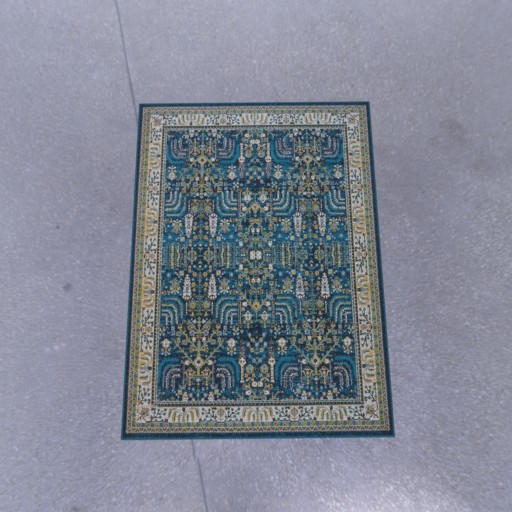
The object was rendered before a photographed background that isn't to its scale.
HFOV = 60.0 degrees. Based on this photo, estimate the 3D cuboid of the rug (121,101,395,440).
[{"bbox_3d":[0.000,0.000,3.935,2.226,0.015,3.044,-1,77,0],"label":"rug"}]
